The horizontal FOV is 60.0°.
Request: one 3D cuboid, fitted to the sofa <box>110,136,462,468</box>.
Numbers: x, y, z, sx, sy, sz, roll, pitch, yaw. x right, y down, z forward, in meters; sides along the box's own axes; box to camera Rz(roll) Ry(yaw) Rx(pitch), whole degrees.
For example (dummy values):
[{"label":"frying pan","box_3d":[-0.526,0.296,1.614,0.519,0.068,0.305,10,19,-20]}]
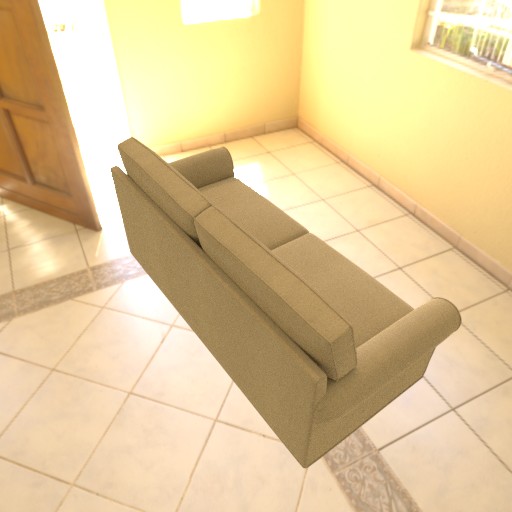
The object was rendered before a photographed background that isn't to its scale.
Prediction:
[{"label":"sofa","box_3d":[0.000,0.000,2.637,0.901,0.962,2.146,-25,47,-27]}]
